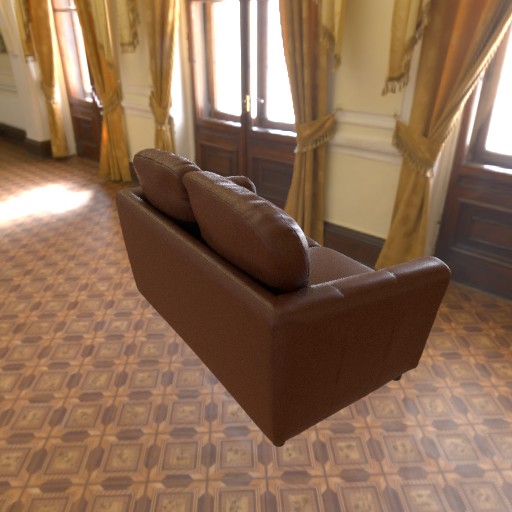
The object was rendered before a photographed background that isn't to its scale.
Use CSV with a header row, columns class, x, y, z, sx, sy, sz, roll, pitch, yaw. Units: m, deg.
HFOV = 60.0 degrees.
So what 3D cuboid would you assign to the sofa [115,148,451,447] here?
class,x,y,z,sx,sy,sz,roll,pitch,yaw
sofa,0.000,0.000,1.979,0.805,0.906,1.406,-17,31,-31
